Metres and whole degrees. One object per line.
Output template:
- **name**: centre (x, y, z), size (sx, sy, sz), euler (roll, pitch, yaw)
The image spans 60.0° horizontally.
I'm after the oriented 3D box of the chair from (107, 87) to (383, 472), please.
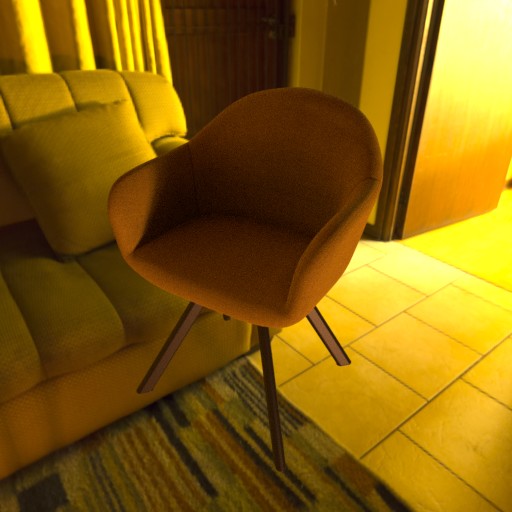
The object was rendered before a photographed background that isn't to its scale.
- **chair**: centre (0.000, 0.000, 1.191), size (0.590, 0.795, 0.550), euler (17, 34, 27)
